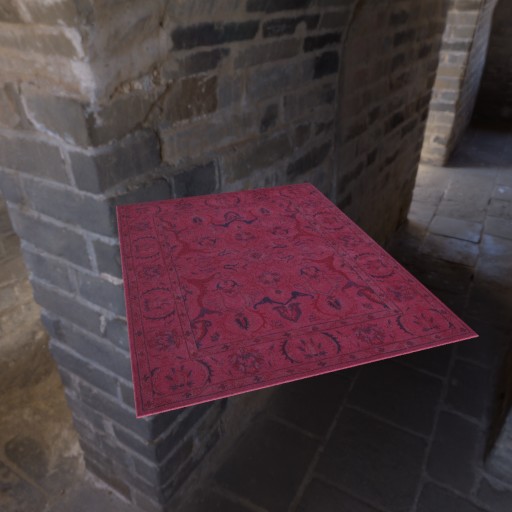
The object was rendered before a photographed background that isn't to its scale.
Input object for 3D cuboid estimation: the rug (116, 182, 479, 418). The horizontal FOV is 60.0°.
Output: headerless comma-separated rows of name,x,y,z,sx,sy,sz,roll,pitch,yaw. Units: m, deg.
rug,0.000,0.000,3.951,2.300,0.012,2.929,-9,32,-15
